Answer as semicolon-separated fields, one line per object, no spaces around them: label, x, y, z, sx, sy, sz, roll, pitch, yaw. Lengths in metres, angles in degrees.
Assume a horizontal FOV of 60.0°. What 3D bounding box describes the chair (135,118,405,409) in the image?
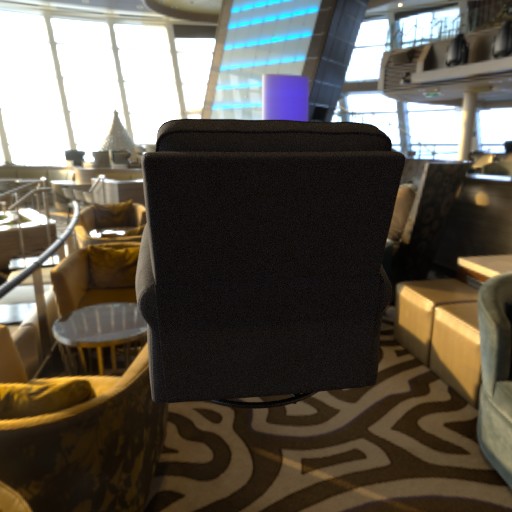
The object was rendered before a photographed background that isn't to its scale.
chair;0.000;0.000;1.681;0.890;0.961;0.878;-2;14;-8
